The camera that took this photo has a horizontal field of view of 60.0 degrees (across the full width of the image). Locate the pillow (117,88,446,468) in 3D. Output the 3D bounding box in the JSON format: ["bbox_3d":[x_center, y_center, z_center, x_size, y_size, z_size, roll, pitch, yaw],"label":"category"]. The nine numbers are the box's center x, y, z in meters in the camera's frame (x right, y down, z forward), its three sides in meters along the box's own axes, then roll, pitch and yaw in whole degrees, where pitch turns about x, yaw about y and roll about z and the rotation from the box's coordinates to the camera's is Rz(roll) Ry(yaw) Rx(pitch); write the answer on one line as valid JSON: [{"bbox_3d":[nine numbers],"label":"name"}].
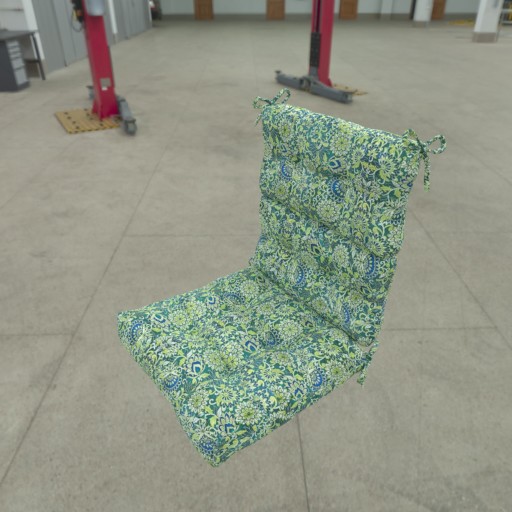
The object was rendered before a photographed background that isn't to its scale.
[{"bbox_3d":[0.000,0.000,1.012,0.571,0.605,0.519,-21,37,-31],"label":"pillow"}]
